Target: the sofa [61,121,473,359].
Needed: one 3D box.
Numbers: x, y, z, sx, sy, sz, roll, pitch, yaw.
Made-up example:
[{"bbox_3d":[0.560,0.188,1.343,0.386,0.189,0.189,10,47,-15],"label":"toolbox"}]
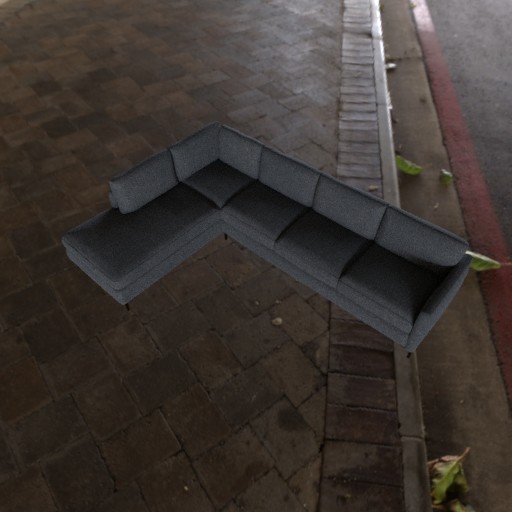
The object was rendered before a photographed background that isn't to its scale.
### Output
[{"bbox_3d":[0.000,0.000,3.816,2.949,0.815,2.007,32,55,27],"label":"sofa"}]
